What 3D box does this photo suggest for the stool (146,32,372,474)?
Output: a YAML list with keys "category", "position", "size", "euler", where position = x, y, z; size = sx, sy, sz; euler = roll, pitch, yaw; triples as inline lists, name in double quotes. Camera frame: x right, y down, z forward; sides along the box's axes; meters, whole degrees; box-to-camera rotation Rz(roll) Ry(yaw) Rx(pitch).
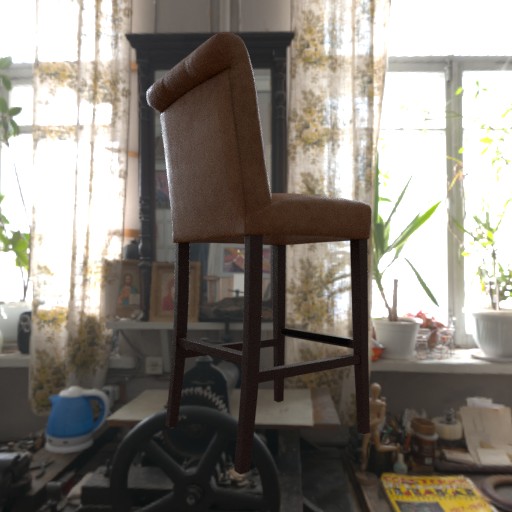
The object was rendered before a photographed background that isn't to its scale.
- category: "stool"
  position: [0.000, 0.000, 1.447]
  size: [0.601, 1.140, 0.493]
  euler: [1, -2, -37]
